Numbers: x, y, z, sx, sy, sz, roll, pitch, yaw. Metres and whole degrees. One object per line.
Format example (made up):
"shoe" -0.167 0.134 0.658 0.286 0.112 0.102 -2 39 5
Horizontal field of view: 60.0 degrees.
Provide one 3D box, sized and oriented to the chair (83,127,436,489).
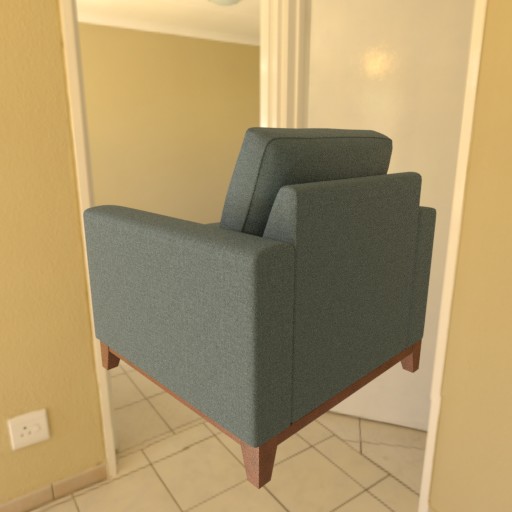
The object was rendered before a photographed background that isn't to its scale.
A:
"chair" 0.000 0.000 1.834 1.024 1.010 1.038 -14 21 -42
